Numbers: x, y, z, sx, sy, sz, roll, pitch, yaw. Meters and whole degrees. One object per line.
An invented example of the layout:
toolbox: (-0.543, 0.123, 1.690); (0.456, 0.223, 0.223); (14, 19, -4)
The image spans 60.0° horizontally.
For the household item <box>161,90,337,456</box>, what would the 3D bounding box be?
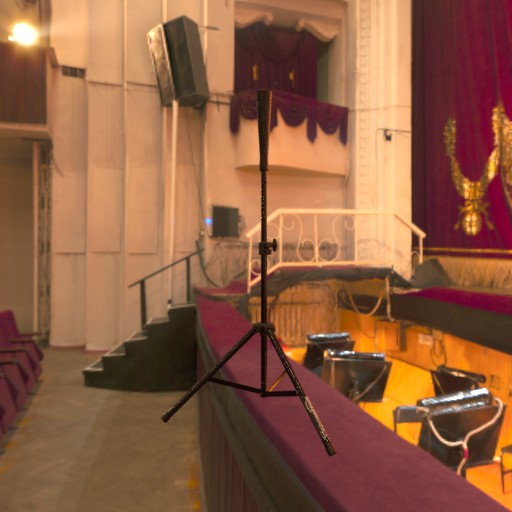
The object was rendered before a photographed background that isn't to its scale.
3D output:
household item: (0.000, 0.000, 1.391); (0.559, 1.067, 0.559); (0, -1, -18)
